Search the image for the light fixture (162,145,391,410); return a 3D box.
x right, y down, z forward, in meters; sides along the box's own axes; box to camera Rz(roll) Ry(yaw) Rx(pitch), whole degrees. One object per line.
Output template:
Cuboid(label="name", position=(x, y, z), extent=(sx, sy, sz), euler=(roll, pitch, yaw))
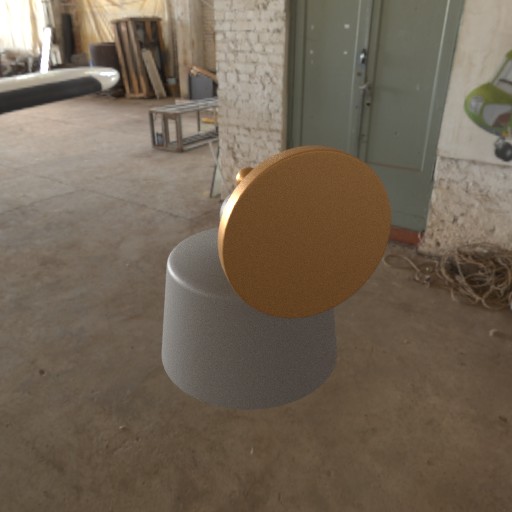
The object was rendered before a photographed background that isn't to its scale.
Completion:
Cuboid(label="light fixture", position=(0.000, 0.000, 0.444), extent=(0.204, 0.268, 0.254), euler=(-8, 28, -16))
